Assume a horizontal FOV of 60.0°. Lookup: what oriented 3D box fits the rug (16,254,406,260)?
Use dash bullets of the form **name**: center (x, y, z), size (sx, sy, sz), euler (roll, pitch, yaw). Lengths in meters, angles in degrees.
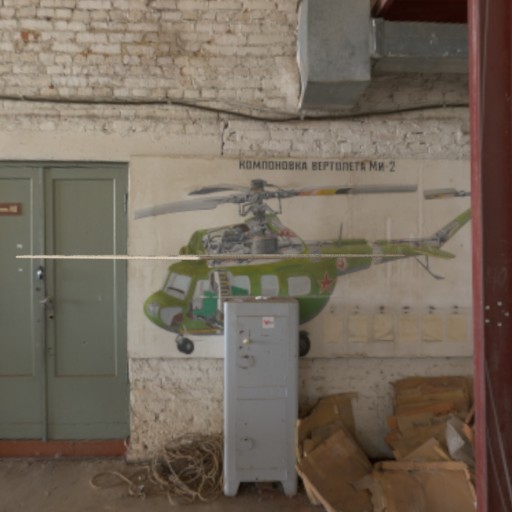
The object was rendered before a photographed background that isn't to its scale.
- **rug**: center (0.000, 0.000, 1.418), size (0.605, 0.007, 1.220), euler (0, 0, 34)
